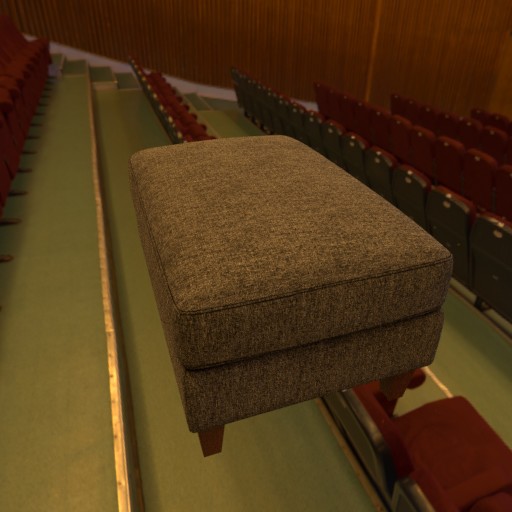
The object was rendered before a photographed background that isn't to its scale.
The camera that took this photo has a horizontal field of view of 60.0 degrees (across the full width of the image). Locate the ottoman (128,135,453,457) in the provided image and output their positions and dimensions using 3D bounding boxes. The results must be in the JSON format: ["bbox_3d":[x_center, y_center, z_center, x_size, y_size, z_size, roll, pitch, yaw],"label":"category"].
[{"bbox_3d":[0.000,0.000,1.220,0.584,0.483,0.864,-10,33,-16],"label":"ottoman"}]
